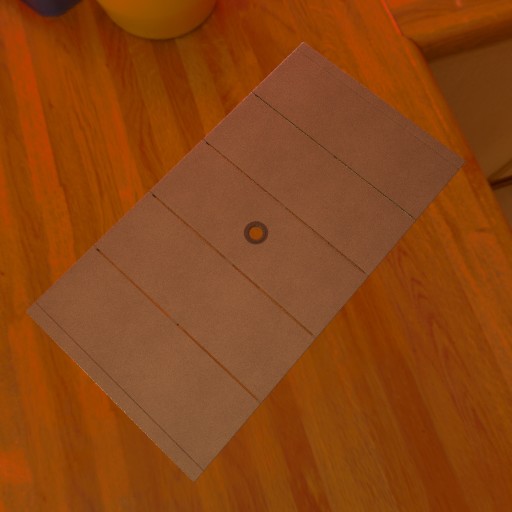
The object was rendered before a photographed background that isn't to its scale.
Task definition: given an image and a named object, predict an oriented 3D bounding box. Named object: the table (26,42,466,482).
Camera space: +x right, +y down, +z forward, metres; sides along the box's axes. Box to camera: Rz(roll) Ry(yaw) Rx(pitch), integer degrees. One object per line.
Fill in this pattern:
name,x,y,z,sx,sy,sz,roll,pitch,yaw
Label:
table,0.000,0.000,2.163,0.914,0.735,1.680,41,79,10
